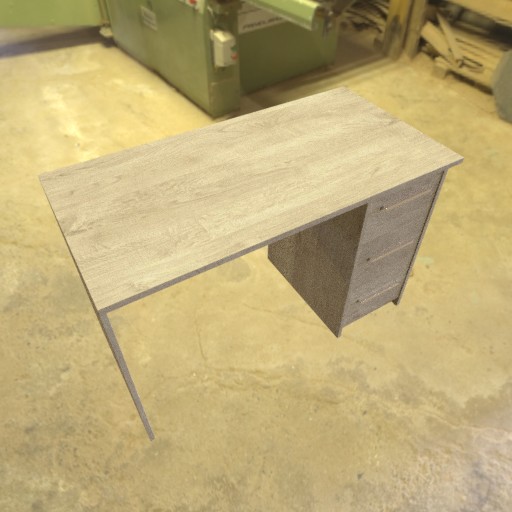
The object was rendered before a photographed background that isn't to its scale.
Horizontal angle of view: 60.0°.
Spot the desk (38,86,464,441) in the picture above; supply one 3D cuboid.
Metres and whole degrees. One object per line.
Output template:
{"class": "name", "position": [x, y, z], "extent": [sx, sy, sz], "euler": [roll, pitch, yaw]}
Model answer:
{"class": "desk", "position": [0.000, 0.000, 1.536], "extent": [1.097, 0.735, 0.560], "euler": [-23, 50, -21]}
